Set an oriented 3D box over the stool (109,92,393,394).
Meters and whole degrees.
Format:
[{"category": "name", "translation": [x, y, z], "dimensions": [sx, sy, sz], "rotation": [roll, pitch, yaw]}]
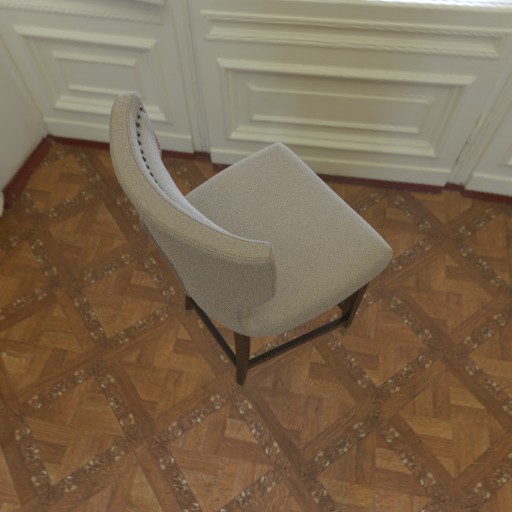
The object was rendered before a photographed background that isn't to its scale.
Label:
[{"category": "stool", "translation": [0.000, 0.000, 1.288], "dimensions": [0.563, 0.982, 0.527], "rotation": [-32, 64, -18]}]
